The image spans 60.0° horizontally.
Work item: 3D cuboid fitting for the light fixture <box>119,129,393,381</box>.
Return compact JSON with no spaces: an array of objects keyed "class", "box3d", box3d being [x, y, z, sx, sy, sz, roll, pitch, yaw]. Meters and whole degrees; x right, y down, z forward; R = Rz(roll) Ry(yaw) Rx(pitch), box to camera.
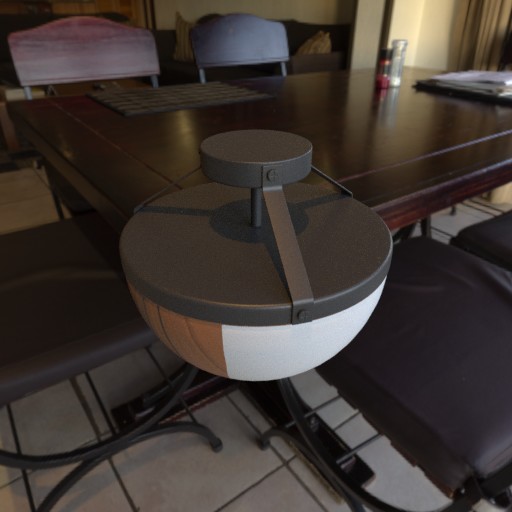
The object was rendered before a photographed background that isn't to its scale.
[{"class":"light fixture","box3d":[0.000,0.000,0.527,0.304,0.269,0.304,0,31,0]}]
